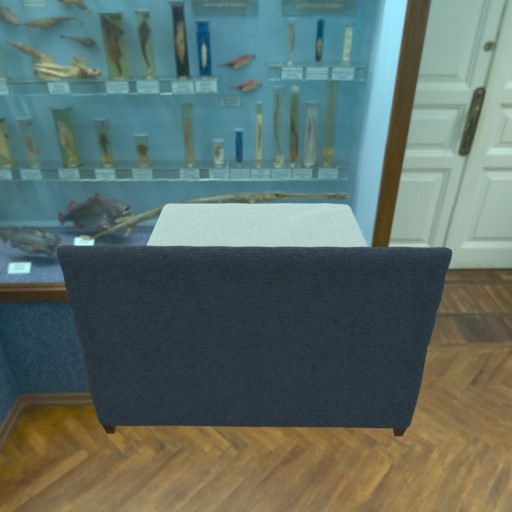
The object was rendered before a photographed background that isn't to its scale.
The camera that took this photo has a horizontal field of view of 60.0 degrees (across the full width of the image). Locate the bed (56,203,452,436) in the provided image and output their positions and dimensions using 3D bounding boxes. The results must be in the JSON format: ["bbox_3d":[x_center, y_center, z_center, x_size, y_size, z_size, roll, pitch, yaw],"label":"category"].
[{"bbox_3d":[0.000,0.000,3.630,2.078,1.427,2.387,0,31,1],"label":"bed"}]
